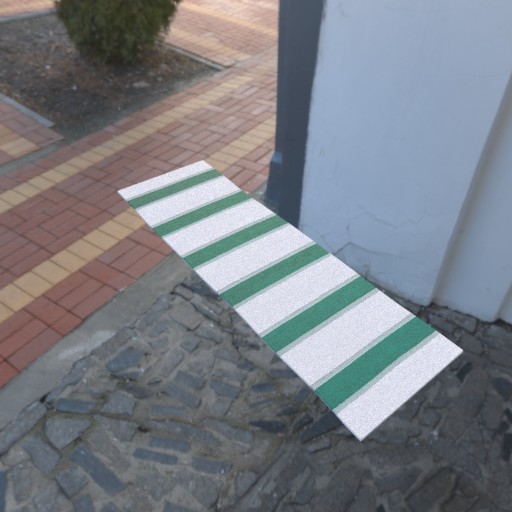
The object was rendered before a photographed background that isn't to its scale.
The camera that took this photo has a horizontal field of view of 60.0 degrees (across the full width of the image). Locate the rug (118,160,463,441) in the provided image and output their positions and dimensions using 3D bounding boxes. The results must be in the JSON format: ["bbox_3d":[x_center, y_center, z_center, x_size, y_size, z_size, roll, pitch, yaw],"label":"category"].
[{"bbox_3d":[0.000,0.000,2.787,0.768,0.012,2.438,-27,48,-27],"label":"rug"}]
